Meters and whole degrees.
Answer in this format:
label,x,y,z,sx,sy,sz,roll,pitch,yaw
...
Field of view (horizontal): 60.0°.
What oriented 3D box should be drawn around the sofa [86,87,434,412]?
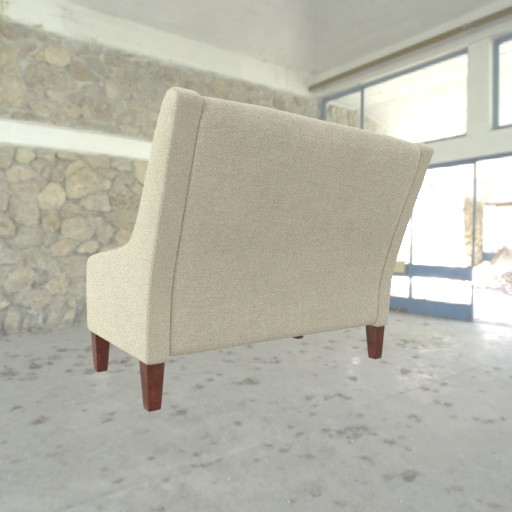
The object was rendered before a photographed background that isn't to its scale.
label,x,y,z,sx,sy,sz,roll,pitch,yaw
sofa,0.000,0.000,1.922,1.212,0.976,0.946,-1,2,-36
